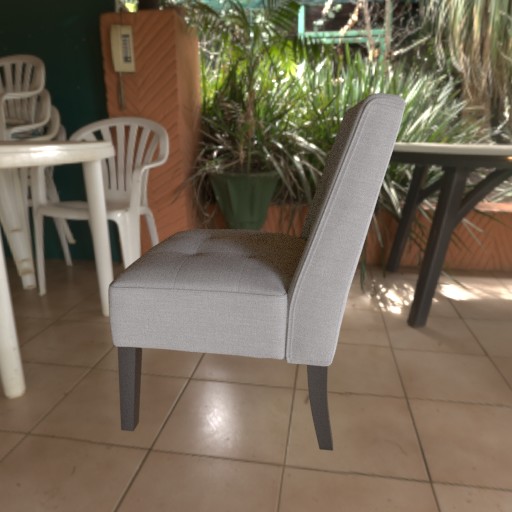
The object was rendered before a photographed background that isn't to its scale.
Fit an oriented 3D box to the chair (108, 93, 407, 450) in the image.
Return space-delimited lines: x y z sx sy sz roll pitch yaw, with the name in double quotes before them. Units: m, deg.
"chair" 0.000 0.000 1.283 0.676 0.853 0.569 2 16 7
